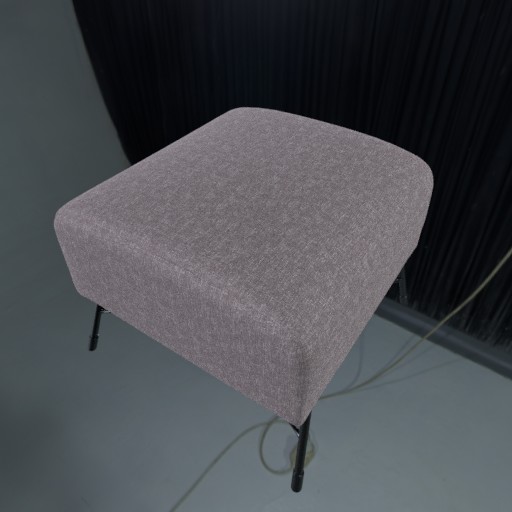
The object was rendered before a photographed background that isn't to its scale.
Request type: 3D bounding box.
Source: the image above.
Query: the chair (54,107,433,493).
[{"bbox_3d":[0.000,0.000,0.878,0.530,0.410,0.530,24,46,25],"label":"chair"}]
